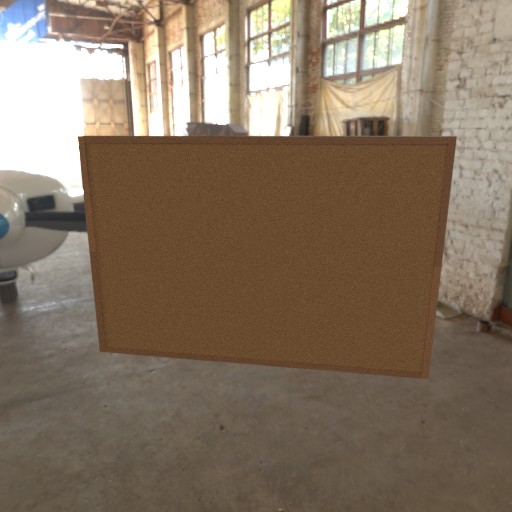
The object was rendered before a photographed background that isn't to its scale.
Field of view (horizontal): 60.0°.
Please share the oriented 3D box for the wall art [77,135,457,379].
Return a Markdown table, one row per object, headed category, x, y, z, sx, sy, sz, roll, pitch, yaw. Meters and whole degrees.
| category | x | y | z | sx | sy | sz | roll | pitch | yaw |
| --- | --- | --- | --- | --- | --- | --- | --- | --- | --- |
| wall art | 0.000 | 0.000 | 0.779 | 0.613 | 0.407 | 0.035 | 3 | 16 | 9 |
